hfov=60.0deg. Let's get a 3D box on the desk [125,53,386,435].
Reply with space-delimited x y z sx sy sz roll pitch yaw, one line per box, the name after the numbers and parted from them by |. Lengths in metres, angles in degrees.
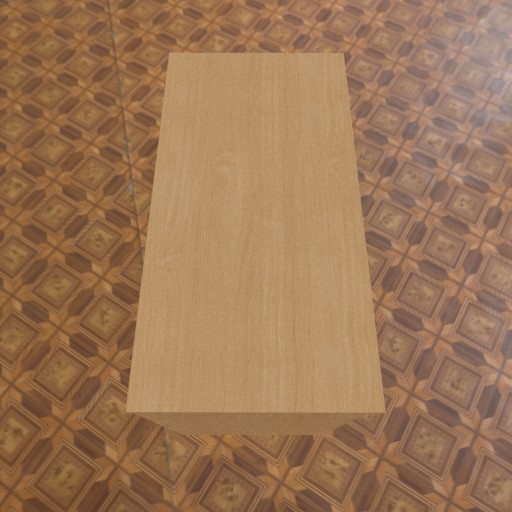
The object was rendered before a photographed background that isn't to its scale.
0.000 0.000 1.521 0.560 0.735 1.097 0 65 0 | desk
